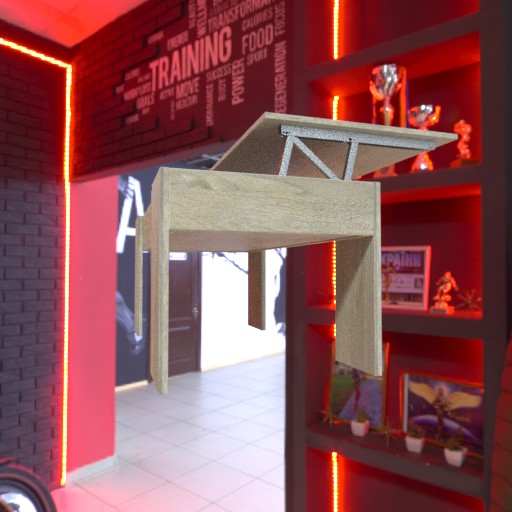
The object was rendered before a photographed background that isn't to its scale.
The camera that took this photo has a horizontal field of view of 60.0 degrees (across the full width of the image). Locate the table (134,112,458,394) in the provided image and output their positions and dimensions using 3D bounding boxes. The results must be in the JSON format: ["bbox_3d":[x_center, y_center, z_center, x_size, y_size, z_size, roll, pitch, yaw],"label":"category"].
[{"bbox_3d":[0.000,0.000,1.436,0.711,0.570,1.000,1,-2,-18],"label":"table"}]
